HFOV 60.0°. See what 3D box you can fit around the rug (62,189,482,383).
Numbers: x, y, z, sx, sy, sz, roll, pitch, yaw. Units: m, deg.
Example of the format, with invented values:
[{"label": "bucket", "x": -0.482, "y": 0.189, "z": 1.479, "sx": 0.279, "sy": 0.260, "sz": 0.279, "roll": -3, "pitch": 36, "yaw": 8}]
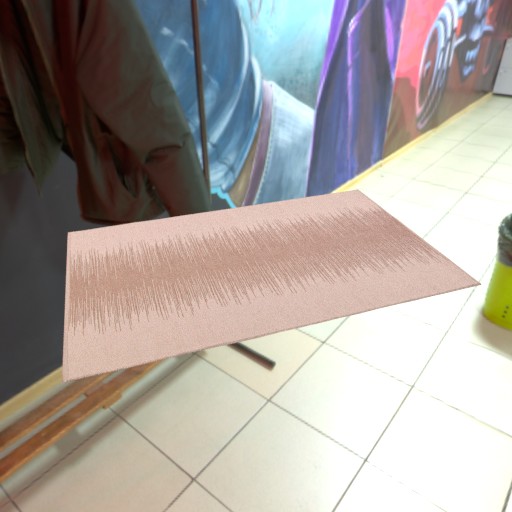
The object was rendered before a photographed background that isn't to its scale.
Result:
[{"label": "rug", "x": 0.000, "y": 0.000, "z": 3.018, "sx": 2.440, "sy": 0.012, "sz": 1.522, "roll": -10, "pitch": 34, "yaw": -16}]
